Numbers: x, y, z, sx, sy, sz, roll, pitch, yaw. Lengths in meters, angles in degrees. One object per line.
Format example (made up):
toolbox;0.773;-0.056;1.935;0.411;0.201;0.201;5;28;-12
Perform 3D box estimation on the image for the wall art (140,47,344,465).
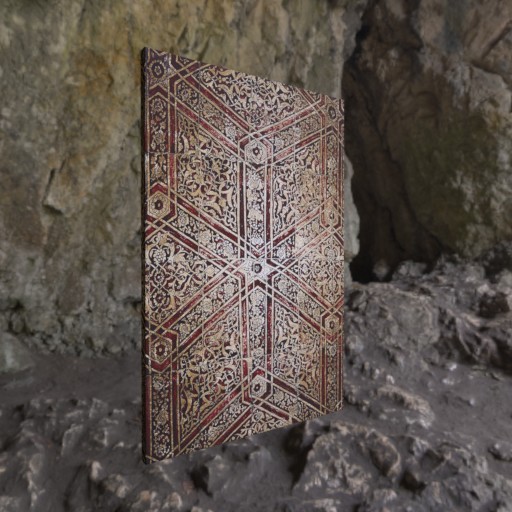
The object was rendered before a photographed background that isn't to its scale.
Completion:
wall art;0.000;0.000;0.754;0.397;0.599;0.020;0;1;-34
